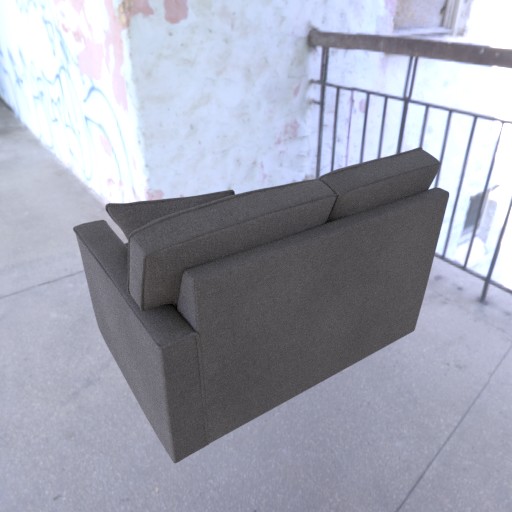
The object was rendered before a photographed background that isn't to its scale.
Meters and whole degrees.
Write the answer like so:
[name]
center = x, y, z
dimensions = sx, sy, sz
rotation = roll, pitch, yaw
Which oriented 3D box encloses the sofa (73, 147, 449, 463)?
[sofa]
center = 0.000, 0.000, 2.085
dimensions = 1.388, 0.989, 0.991
rotation = -19, 36, -28
